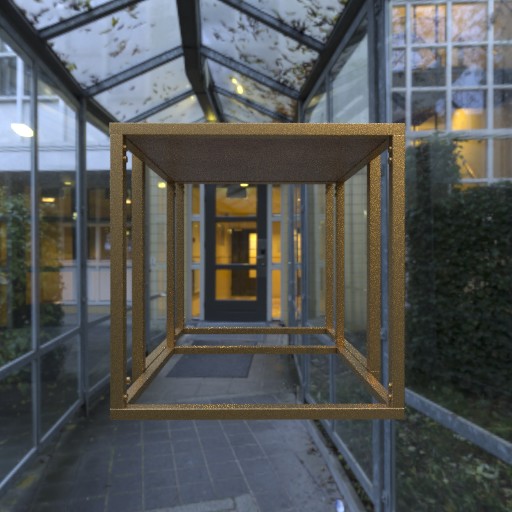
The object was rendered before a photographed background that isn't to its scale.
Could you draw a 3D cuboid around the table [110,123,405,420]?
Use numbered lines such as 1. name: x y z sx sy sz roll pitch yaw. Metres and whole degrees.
1. table: 0.000 0.000 1.062 0.505 0.505 0.762 0 0 -1
